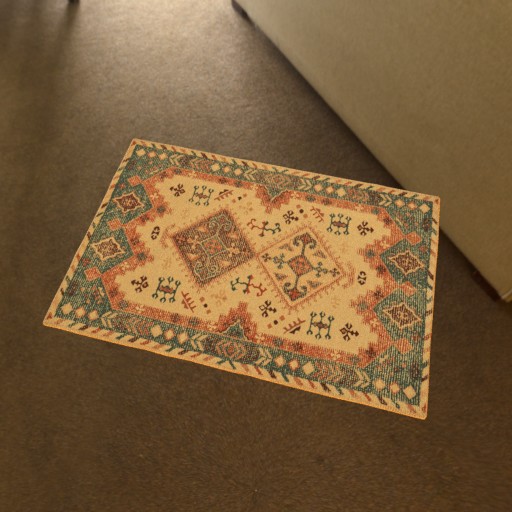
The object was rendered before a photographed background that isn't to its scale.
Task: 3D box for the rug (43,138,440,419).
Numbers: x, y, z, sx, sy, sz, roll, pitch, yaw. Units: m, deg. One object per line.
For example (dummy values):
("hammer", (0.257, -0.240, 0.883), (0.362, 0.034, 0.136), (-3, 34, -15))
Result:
("rug", (0.000, 0.000, 2.319), (1.840, 0.015, 1.225), (12, 63, 6))
